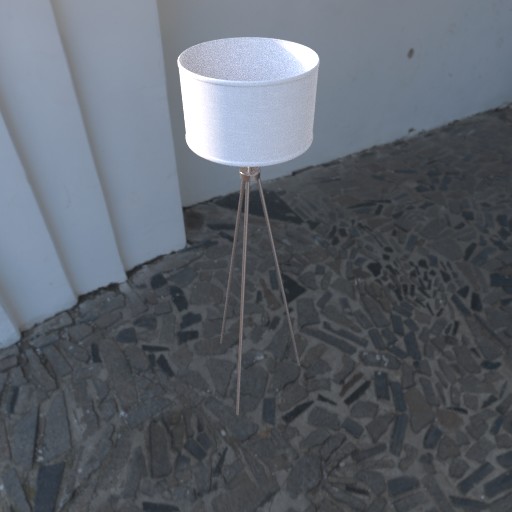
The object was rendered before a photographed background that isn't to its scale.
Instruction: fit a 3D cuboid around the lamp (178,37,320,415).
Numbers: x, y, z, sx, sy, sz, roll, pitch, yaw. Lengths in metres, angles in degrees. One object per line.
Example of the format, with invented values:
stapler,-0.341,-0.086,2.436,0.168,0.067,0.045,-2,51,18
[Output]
lamp,0.000,0.000,1.796,0.458,1.545,0.448,-12,42,-13
